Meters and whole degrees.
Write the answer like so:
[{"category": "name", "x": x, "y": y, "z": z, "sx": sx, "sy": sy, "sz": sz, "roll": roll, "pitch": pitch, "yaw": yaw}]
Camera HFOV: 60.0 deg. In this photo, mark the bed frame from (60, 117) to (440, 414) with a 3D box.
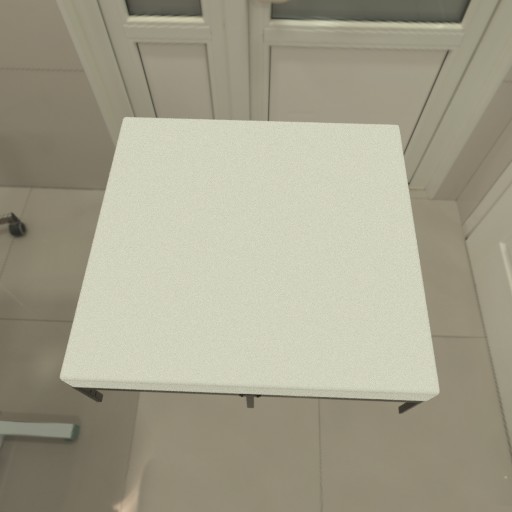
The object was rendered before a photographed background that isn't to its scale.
[{"category": "bed frame", "x": 0.000, "y": 0.000, "z": 3.128, "sx": 2.079, "sy": 0.659, "sz": 1.963, "roll": 2, "pitch": 62, "yaw": 1}]
